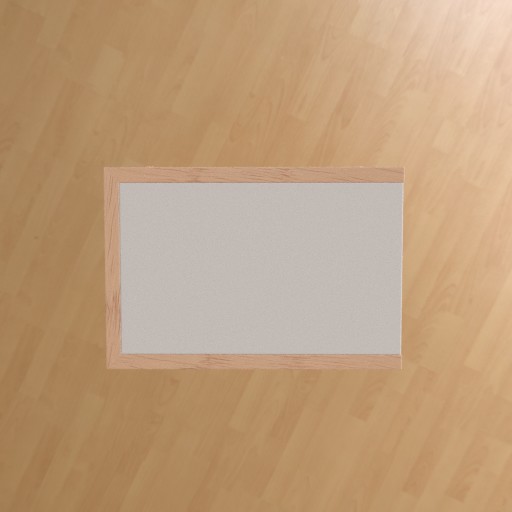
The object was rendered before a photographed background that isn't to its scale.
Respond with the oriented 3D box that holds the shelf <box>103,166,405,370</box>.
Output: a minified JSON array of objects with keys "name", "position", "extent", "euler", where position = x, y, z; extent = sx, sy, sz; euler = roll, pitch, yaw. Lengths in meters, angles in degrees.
[{"name":"shelf","position":[0.000,0.000,0.730],"extent":[0.290,0.600,0.200],"euler":[0,92,0]}]
